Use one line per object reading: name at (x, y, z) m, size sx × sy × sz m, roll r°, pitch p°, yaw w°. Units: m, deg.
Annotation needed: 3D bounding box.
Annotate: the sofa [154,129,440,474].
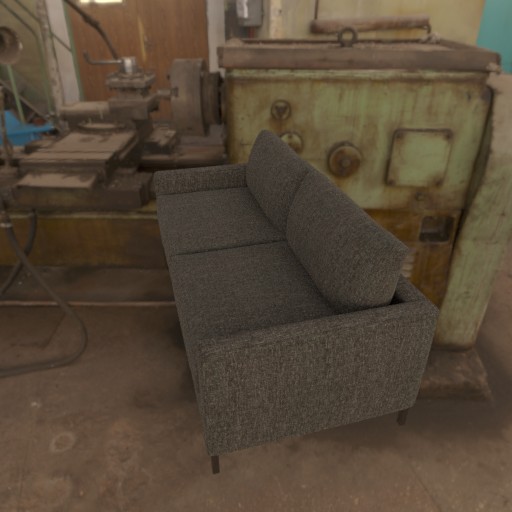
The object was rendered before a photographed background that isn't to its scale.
sofa at (0.000, 0.000, 2.223) m, size 0.866 × 0.862 × 1.716 m, roll -8°, pitch 32°, yaw -14°
